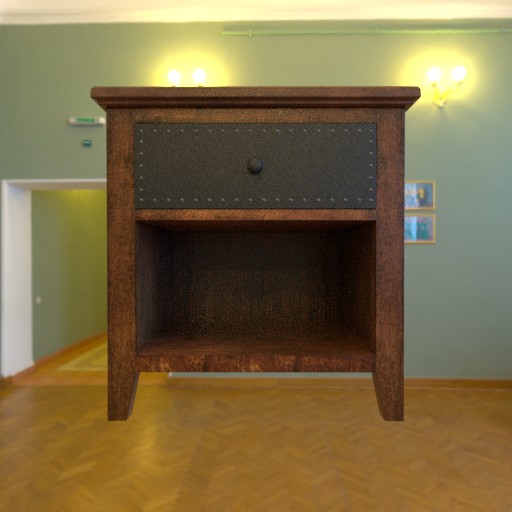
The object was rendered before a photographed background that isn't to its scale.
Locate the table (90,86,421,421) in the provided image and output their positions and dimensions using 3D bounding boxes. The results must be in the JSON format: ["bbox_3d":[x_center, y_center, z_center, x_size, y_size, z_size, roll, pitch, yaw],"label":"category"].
[{"bbox_3d":[0.000,0.000,1.008,0.586,0.597,0.461,0,0,0],"label":"table"}]
